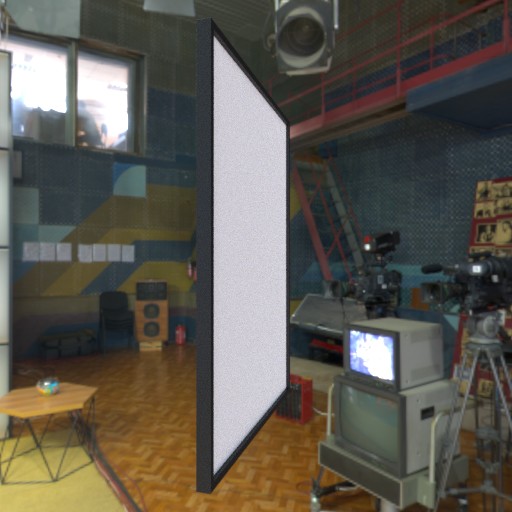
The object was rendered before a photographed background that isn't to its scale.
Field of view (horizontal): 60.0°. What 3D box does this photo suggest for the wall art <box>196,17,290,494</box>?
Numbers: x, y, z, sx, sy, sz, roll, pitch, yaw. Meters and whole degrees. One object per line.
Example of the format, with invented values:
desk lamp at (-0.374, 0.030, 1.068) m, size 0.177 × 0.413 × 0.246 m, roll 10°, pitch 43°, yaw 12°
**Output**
wall art at (0.000, 0.000, 1.382) m, size 0.036 × 1.070 × 0.802 m, roll 0°, pitch 0°, yaw 17°
